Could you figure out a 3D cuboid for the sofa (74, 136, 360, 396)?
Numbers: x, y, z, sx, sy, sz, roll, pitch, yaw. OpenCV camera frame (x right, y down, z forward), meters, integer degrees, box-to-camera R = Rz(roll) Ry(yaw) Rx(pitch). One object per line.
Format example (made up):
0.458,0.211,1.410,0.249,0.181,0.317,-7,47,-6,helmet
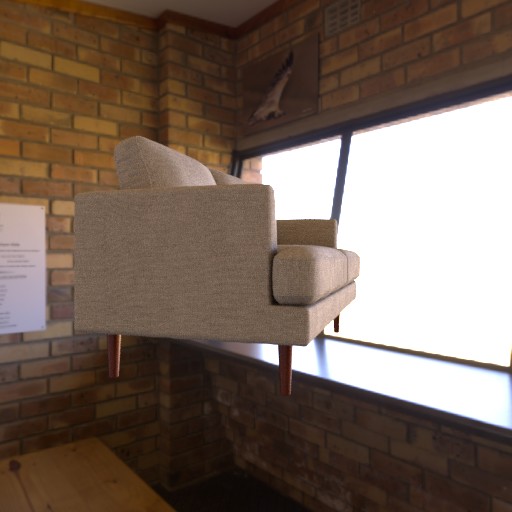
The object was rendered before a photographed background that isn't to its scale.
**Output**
0.000,0.000,2.210,0.903,0.944,1.582,0,0,18,sofa
